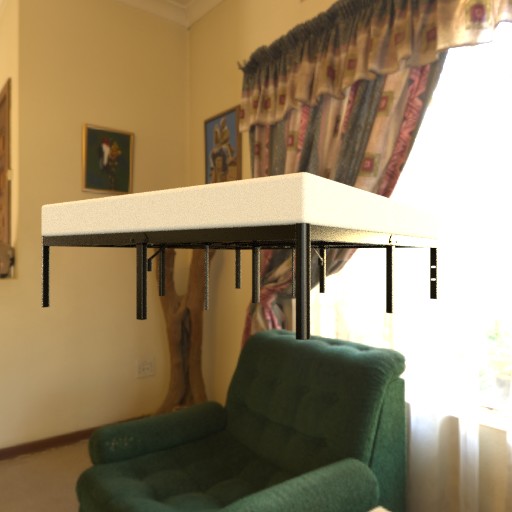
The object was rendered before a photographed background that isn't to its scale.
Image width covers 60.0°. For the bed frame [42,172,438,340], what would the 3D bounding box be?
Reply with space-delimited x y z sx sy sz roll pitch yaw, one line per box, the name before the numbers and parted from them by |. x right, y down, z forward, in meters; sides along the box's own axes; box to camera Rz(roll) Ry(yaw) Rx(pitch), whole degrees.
bed frame | 0.000 0.000 3.120 1.963 0.659 2.079 0 0 36
